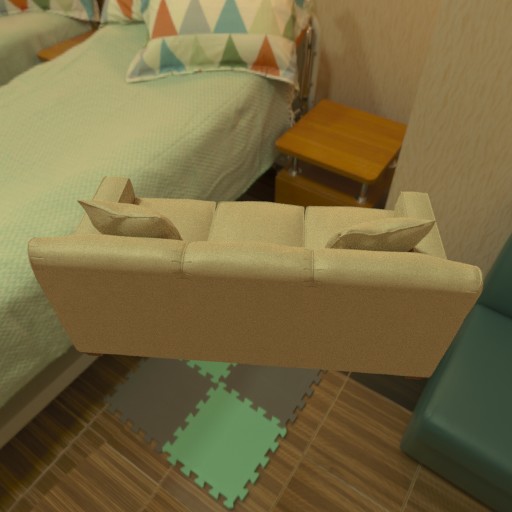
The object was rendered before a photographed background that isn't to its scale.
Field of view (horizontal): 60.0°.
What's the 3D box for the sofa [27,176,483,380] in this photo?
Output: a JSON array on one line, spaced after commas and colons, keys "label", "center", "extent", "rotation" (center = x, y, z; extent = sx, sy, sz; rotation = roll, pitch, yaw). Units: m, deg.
[{"label": "sofa", "center": [0.000, 0.000, 2.543], "extent": [2.024, 0.958, 0.997], "rotation": [3, 47, 3]}]
